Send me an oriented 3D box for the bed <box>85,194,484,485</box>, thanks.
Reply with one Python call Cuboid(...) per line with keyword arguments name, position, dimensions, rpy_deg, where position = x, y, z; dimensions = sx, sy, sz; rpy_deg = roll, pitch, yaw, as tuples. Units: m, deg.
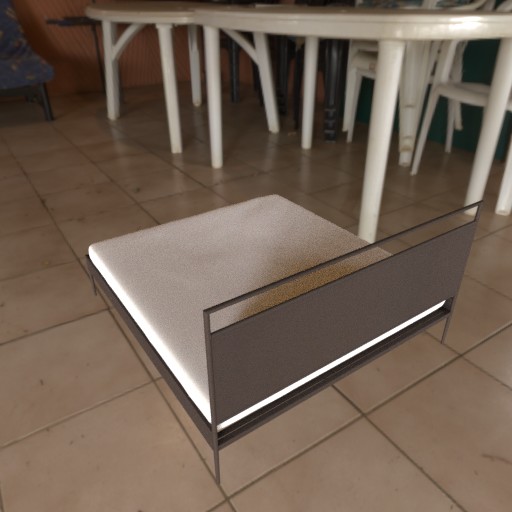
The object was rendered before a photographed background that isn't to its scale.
Cuboid(name="bed", position=(0.000, 0.000, 3.341), dimensions=(1.993, 1.173, 2.151), rpy_deg=(-19, 36, -29))
